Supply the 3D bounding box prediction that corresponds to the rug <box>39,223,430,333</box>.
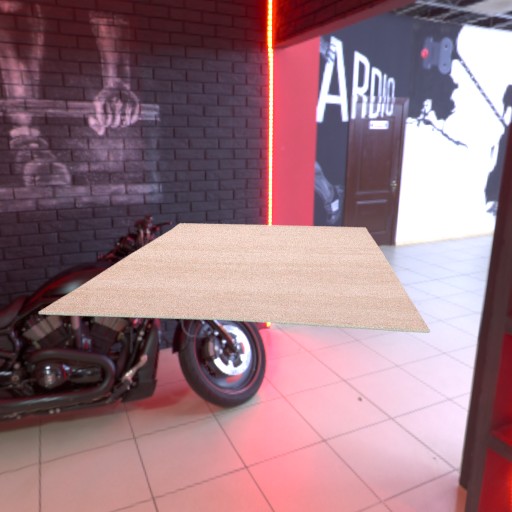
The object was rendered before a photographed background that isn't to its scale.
[{"bbox_3d":[0.000,0.000,4.239,2.434,0.045,3.202,2,15,7],"label":"rug"}]
